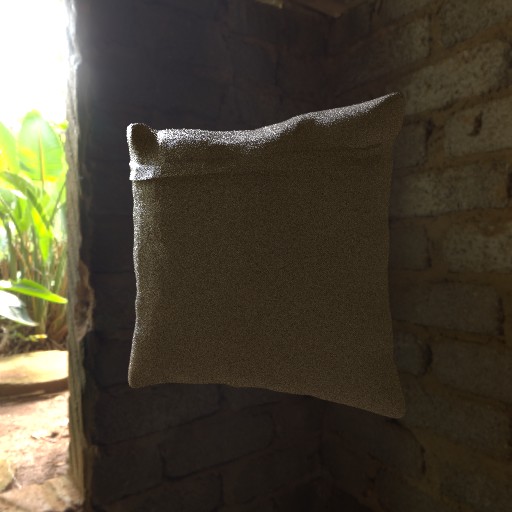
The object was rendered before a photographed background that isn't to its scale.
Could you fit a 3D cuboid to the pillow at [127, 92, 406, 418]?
[{"bbox_3d":[0.000,0.000,0.751,0.484,0.490,0.234,0,1,19],"label":"pillow"}]
